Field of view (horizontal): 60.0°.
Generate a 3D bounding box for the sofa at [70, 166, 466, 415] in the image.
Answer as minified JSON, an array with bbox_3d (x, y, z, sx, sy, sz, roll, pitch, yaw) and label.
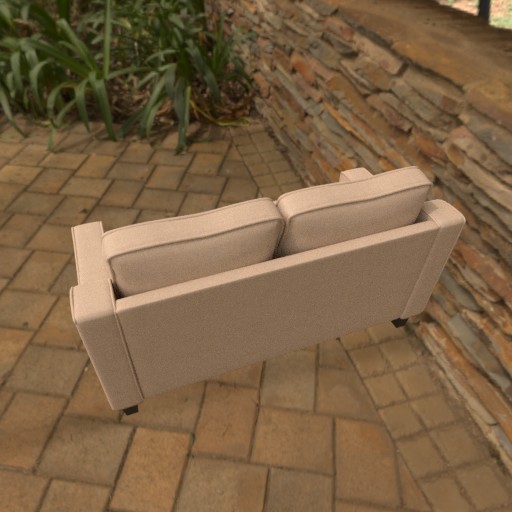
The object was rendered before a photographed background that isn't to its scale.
[{"bbox_3d":[0.000,0.000,3.465,2.587,1.562,1.351,-14,43,-16],"label":"sofa"}]
